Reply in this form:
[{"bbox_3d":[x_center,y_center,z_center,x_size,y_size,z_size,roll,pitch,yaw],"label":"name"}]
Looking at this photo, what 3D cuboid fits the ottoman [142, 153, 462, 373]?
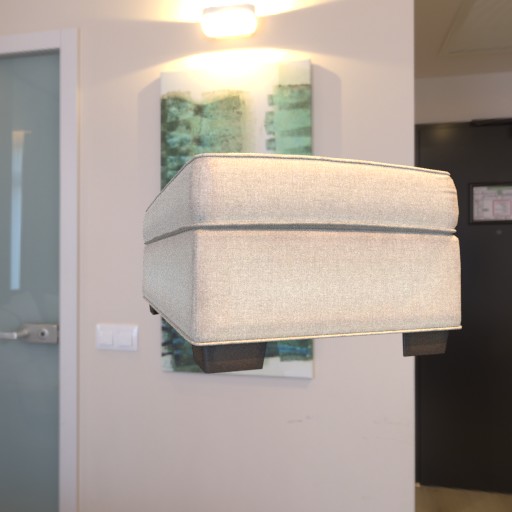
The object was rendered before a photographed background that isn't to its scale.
[{"bbox_3d":[0.000,0.000,1.406,0.617,0.448,1.097,0,0,-19],"label":"ottoman"}]
